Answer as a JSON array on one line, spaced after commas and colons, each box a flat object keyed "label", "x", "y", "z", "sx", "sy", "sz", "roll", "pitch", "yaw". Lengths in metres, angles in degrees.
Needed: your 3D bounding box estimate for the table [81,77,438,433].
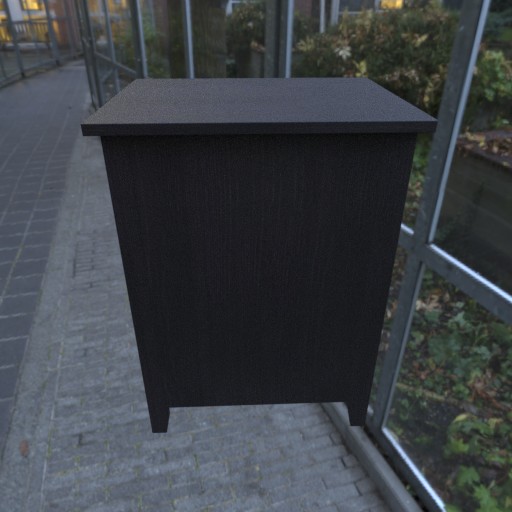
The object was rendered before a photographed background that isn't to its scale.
[{"label": "table", "x": 0.000, "y": 0.000, "z": 0.917, "sx": 0.480, "sy": 0.635, "sz": 0.381, "roll": -1, "pitch": 30, "yaw": -2}]
